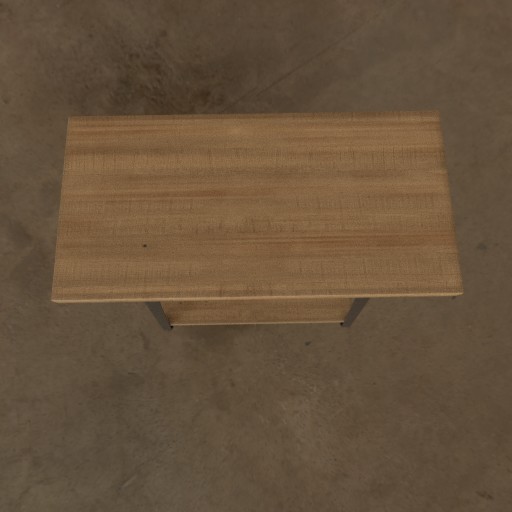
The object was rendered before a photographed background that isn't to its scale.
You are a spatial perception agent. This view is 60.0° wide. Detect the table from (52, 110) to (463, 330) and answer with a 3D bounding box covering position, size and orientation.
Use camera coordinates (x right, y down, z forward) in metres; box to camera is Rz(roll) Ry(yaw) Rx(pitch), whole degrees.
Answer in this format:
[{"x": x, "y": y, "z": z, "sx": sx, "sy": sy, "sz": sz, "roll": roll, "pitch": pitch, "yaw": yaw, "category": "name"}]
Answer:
[{"x": 0.000, "y": 0.000, "z": 1.019, "sx": 0.599, "sy": 0.701, "sz": 0.300, "roll": -1, "pitch": 76, "yaw": 0, "category": "table"}]
